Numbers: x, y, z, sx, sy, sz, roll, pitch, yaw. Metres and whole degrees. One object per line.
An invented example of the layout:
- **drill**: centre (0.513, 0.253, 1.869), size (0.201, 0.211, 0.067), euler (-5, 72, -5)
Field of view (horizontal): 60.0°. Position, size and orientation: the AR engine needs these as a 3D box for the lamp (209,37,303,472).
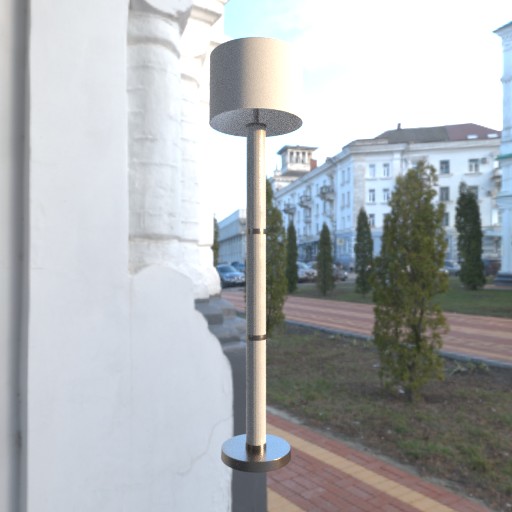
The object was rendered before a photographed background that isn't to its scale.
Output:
- **lamp**: centre (0.000, 0.000, 1.784), size (0.377, 1.599, 0.377), euler (0, -1, -18)
